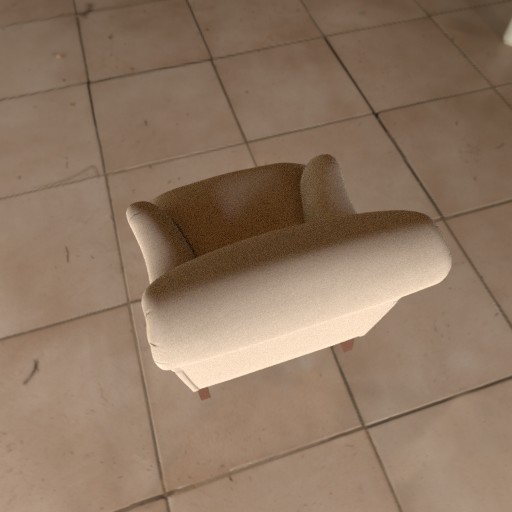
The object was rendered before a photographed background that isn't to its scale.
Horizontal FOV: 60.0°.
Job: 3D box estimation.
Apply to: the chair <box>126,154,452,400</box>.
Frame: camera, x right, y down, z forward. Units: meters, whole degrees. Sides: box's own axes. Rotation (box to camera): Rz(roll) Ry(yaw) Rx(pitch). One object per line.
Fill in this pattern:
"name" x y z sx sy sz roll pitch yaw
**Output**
"chair" 0.000 0.000 1.535 0.766 0.942 0.842 -16 60 -9
